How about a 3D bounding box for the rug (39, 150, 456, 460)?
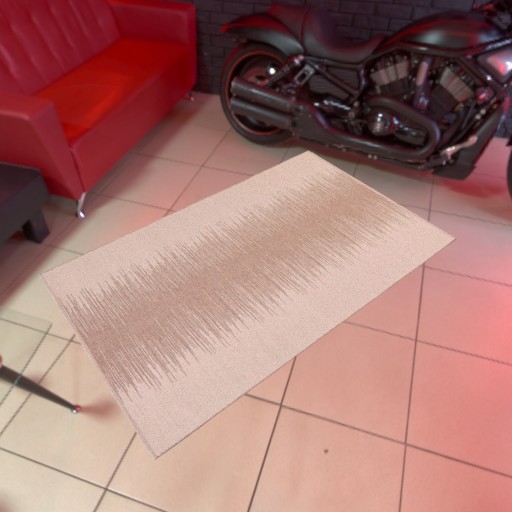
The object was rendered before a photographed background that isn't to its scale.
[{"bbox_3d":[0.000,0.000,3.027,2.440,0.012,1.522,-29,52,-27],"label":"rug"}]
